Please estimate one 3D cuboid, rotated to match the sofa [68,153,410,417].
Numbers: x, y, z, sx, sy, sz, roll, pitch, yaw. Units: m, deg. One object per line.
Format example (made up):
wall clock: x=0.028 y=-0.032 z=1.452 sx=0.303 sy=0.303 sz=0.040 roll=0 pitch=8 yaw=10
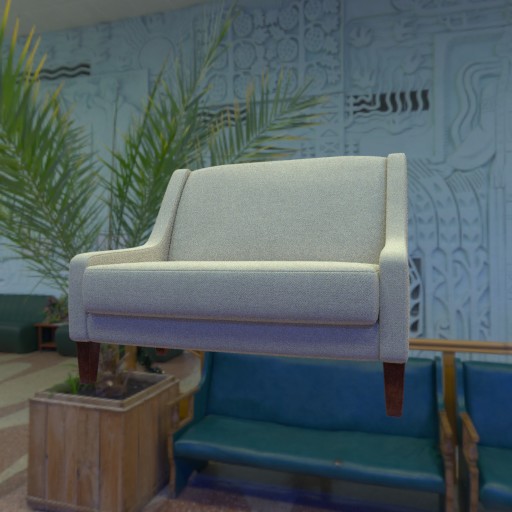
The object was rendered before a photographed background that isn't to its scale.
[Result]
sofa: x=0.000 y=0.000 z=1.864 sx=1.212 sy=0.976 sz=0.946 roll=0 pitch=-1 yaw=18
